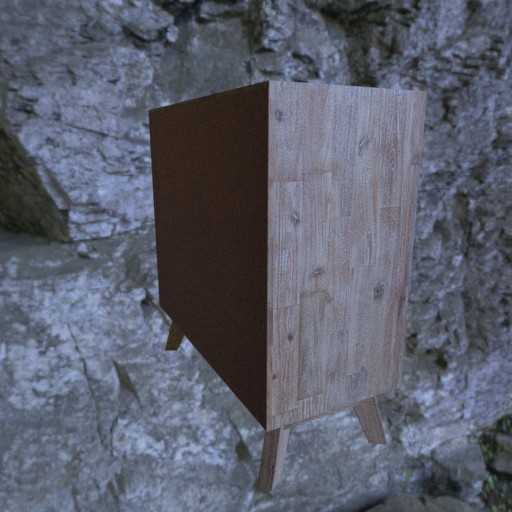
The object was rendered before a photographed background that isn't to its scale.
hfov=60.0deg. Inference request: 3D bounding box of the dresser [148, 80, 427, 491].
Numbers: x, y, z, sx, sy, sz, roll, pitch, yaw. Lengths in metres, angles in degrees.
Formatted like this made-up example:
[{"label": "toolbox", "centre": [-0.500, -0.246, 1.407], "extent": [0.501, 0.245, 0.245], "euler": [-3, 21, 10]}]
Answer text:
[{"label": "dresser", "centre": [0.000, 0.000, 1.570], "extent": [0.455, 1.029, 0.998], "euler": [-7, 16, -26]}]
